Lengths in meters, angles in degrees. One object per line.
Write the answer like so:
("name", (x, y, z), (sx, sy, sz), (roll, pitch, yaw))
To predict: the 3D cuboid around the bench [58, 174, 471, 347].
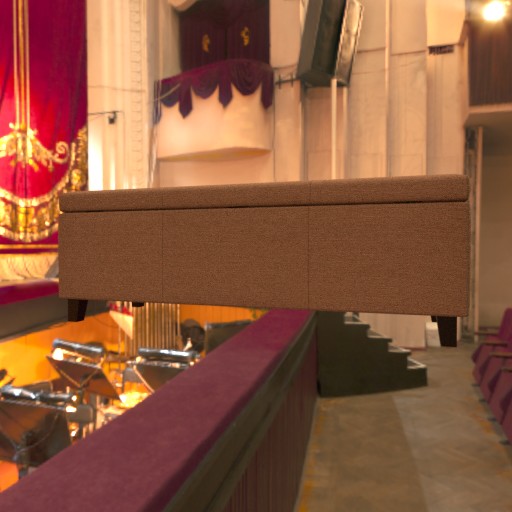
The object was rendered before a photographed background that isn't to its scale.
("bench", (0.000, 0.000, 1.479), (1.269, 0.438, 0.446), (0, 1, 18))
